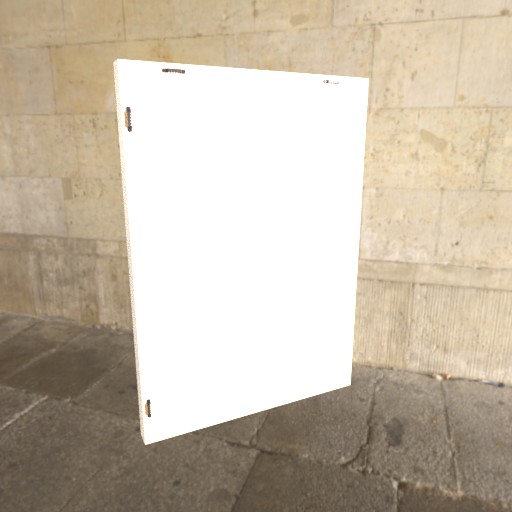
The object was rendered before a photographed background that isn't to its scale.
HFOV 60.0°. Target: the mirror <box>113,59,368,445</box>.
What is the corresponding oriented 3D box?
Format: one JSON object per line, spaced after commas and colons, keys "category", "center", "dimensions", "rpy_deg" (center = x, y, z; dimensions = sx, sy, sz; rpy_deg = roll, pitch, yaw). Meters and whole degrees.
{"category": "mirror", "center": [0.000, 0.000, 0.913], "dimensions": [0.507, 0.710, 0.040], "rpy_deg": [-7, 16, -25]}
